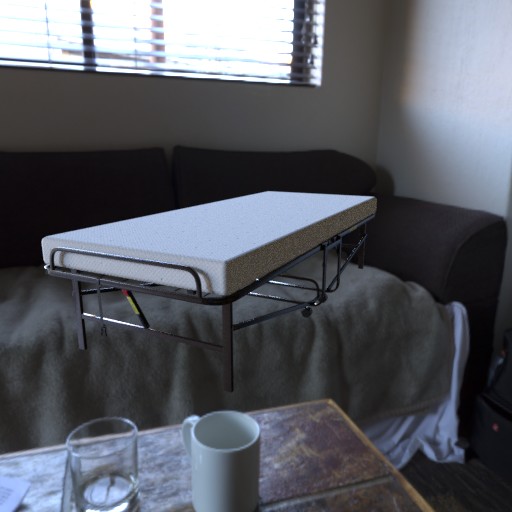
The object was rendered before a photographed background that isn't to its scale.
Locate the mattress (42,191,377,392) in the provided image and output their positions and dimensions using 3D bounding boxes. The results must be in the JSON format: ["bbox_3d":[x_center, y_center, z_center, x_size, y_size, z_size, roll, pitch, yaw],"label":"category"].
[{"bbox_3d":[0.000,0.000,2.544,0.922,0.519,2.153,7,16,27],"label":"mattress"}]
